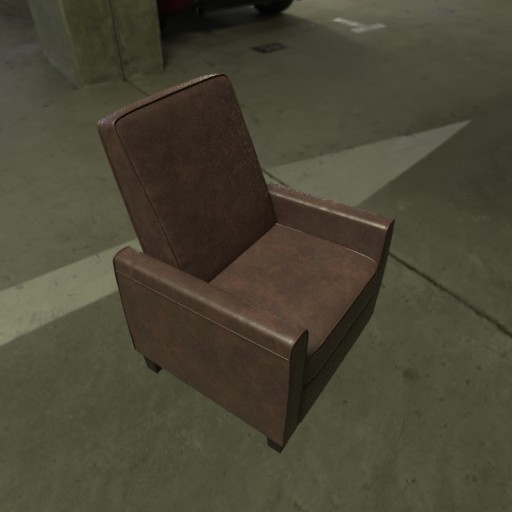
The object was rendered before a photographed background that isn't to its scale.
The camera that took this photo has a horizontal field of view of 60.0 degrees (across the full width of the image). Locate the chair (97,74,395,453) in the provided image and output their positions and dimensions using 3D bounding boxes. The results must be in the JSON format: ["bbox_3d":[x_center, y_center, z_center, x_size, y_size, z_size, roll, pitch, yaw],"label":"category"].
[{"bbox_3d":[0.000,0.000,1.536,0.746,1.013,0.705,24,45,26],"label":"chair"}]
